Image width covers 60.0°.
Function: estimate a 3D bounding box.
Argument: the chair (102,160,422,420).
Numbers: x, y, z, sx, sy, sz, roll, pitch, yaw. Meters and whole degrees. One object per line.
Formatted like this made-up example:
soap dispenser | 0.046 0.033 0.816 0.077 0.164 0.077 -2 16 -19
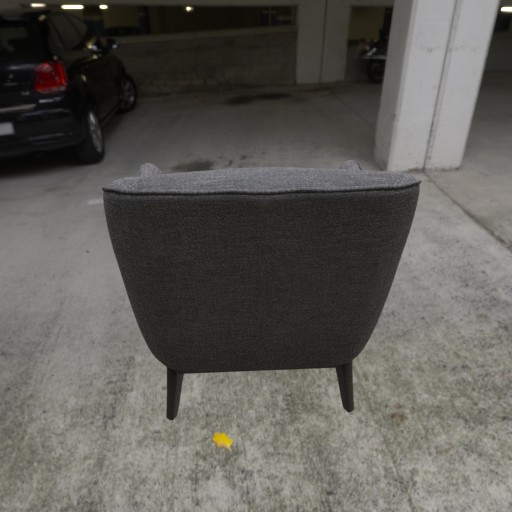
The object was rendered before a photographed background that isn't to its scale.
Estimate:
chair | 0.000 0.000 1.498 0.870 0.829 0.851 -2 30 -3
